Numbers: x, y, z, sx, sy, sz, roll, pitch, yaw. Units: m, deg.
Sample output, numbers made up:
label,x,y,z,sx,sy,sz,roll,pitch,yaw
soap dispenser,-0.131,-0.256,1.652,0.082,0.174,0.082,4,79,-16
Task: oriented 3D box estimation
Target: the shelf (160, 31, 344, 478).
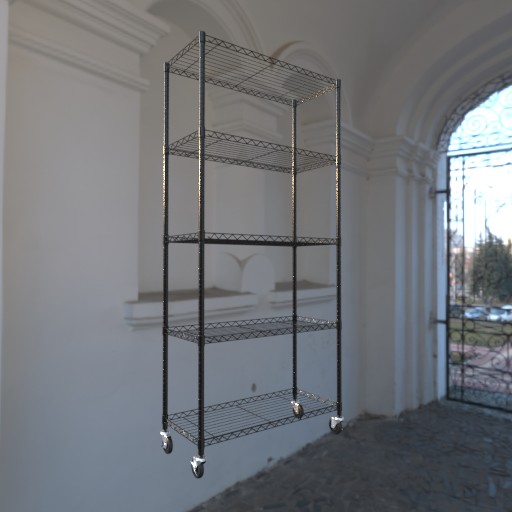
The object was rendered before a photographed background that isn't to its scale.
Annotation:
label,x,y,z,sx,sy,sz,roll,pitch,yaw
shelf,0.000,0.000,1.966,0.762,1.645,0.356,1,-1,-36
